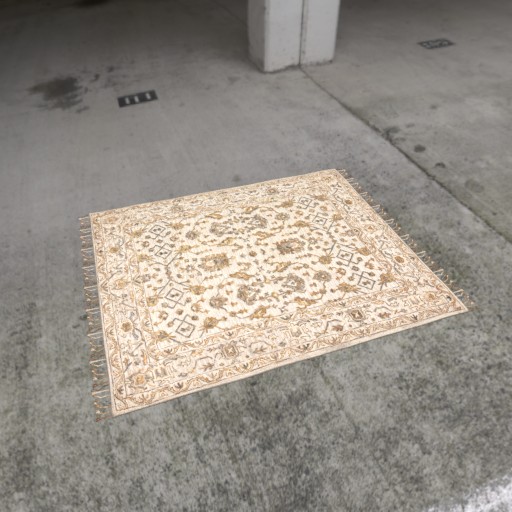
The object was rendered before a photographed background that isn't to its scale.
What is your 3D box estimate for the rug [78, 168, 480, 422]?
[{"bbox_3d":[0.000,0.000,4.101,3.061,0.034,2.426,-13,42,-14],"label":"rug"}]
